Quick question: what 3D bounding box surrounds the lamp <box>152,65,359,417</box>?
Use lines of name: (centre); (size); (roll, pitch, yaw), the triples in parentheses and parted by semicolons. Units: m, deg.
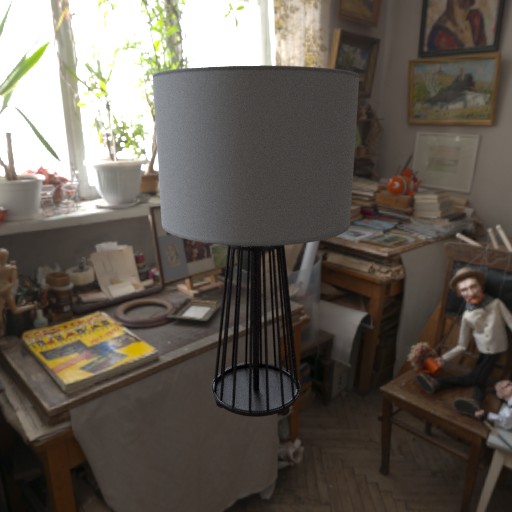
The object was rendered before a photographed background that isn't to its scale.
lamp: (0.000, 0.000, 0.791); (0.322, 0.593, 0.322); (2, 17, 7)
